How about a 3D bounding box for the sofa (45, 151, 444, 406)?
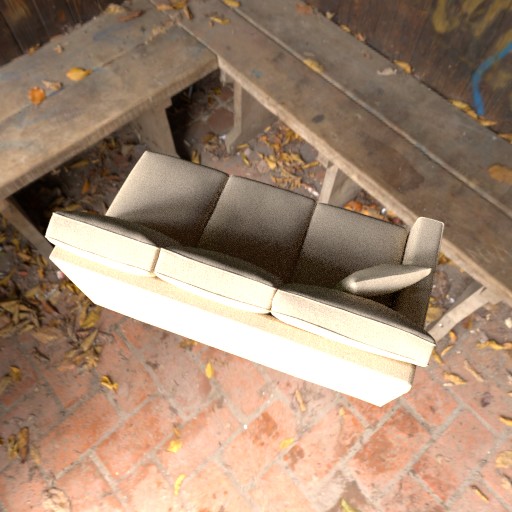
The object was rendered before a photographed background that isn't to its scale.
[{"bbox_3d":[0.000,0.000,2.631,1.962,0.946,1.034,18,65,9],"label":"sofa"}]
